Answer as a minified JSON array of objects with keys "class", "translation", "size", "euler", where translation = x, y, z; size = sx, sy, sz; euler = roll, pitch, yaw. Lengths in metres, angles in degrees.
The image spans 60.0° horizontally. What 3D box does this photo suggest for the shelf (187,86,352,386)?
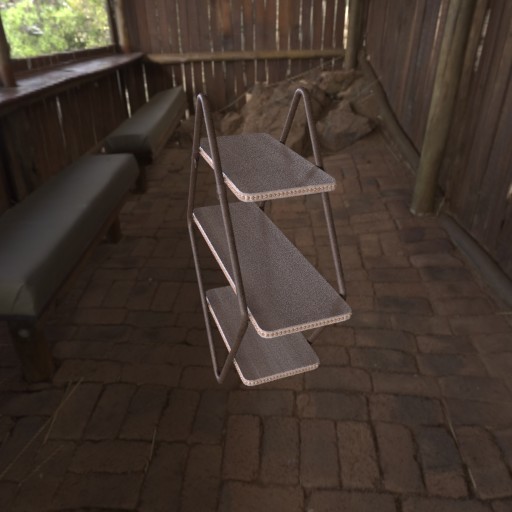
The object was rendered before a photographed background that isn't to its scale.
[{"class":"shelf","translation":[0.000,0.000,1.092],"size":[0.234,0.774,0.609],"euler":[-10,31,-17]}]
